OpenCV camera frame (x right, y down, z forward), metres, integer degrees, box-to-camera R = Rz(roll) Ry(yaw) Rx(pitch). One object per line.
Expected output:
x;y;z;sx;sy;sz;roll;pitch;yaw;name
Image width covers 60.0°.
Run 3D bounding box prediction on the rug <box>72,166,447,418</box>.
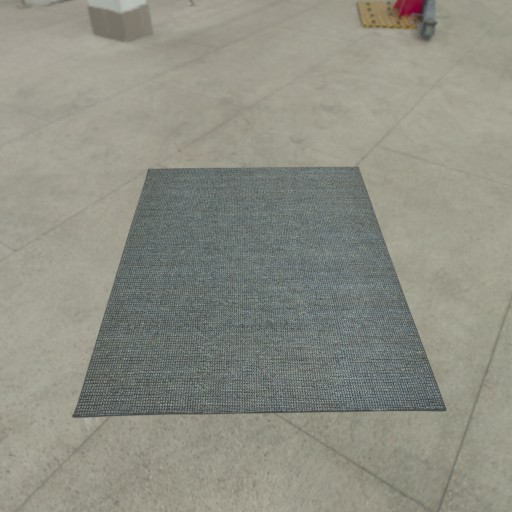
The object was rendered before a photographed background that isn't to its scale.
0.000;0.000;4.027;2.456;0.021;3.068;-1;42;-1;rug
